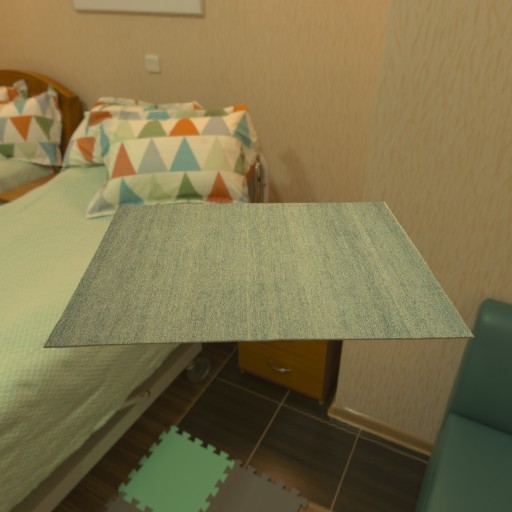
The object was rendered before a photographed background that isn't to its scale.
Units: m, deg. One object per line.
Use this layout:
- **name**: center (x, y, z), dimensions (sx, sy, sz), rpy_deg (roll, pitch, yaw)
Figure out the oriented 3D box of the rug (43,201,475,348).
- **rug**: center (0.000, 0.000, 4.334), dimensions (3.237, 0.046, 2.461), rpy_deg (-1, 31, -1)
